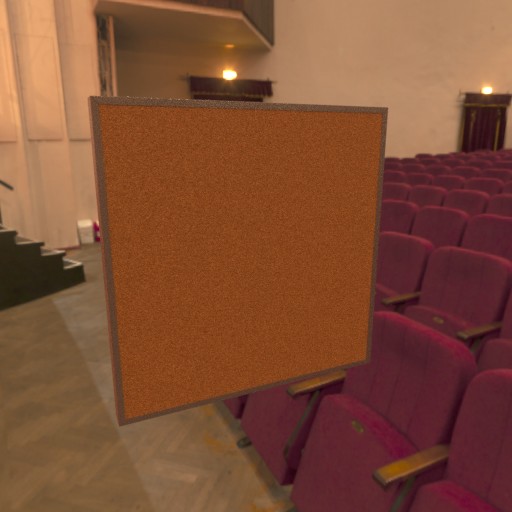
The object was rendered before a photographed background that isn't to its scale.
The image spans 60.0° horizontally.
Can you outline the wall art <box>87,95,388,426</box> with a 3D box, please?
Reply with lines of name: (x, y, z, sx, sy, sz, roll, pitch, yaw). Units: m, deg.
wall art: (0.000, 0.000, 0.533, 0.349, 0.349, 0.028, -7, 16, -24)
